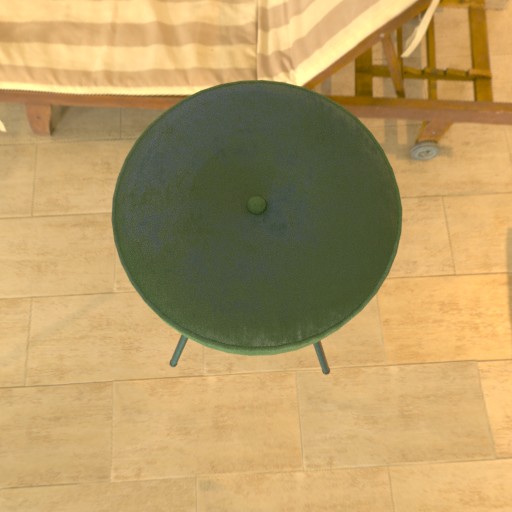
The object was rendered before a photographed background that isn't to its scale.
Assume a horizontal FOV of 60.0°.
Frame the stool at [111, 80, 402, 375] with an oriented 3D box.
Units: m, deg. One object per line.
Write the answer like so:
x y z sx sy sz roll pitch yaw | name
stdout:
0.000 0.000 0.919 0.430 0.595 0.457 3 75 1 | stool
